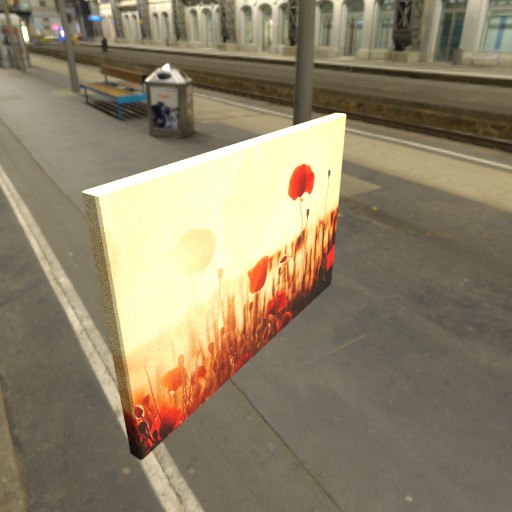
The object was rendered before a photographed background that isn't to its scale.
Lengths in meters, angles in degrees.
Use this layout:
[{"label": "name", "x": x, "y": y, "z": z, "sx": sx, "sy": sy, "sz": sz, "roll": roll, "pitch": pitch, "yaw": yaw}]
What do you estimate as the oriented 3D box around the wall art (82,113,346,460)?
[{"label": "wall art", "x": 0.000, "y": 0.000, "z": 1.165, "sx": 0.038, "sy": 0.602, "sz": 0.918, "roll": 17, "pitch": 32, "yaw": 31}]
